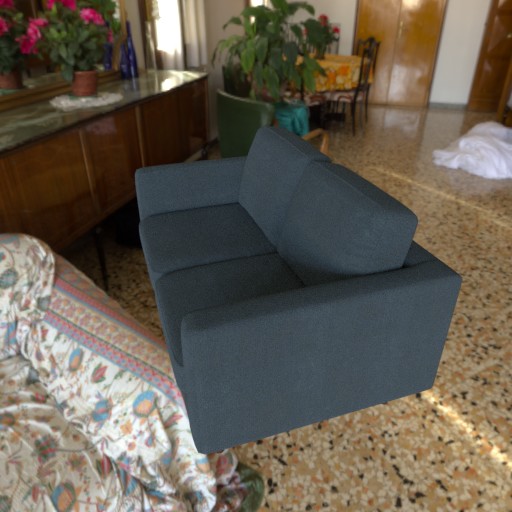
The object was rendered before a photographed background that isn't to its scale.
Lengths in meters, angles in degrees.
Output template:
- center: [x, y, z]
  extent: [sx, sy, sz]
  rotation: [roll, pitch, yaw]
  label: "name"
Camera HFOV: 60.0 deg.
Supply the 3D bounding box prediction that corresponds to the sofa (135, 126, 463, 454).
- center: [0.000, 0.000, 2.126]
  extent: [0.999, 0.930, 1.518]
  rotation: [-10, 32, -16]
  label: "sofa"
